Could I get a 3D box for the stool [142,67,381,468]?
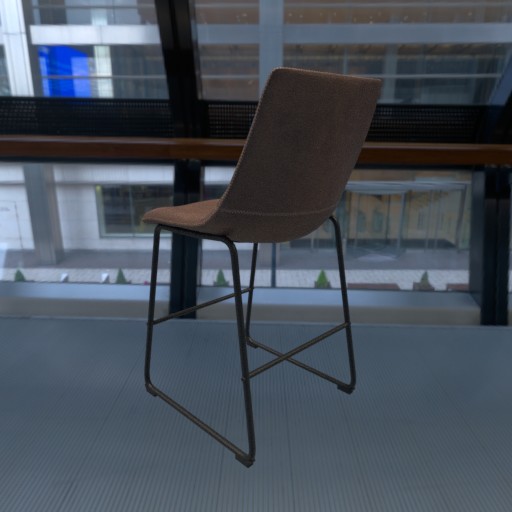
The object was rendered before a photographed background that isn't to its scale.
[{"bbox_3d":[0.000,0.000,1.214,0.460,0.890,0.550,-16,23,-42],"label":"stool"}]
